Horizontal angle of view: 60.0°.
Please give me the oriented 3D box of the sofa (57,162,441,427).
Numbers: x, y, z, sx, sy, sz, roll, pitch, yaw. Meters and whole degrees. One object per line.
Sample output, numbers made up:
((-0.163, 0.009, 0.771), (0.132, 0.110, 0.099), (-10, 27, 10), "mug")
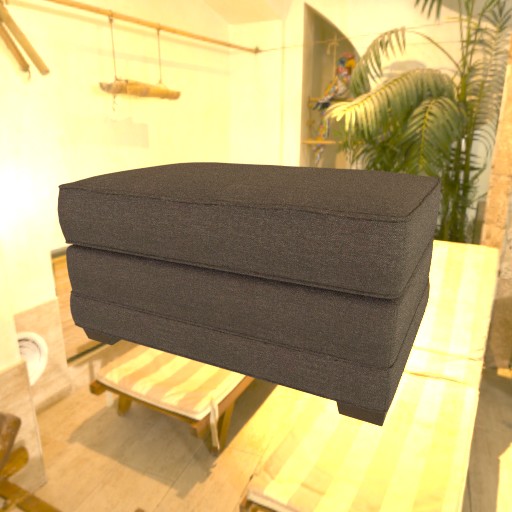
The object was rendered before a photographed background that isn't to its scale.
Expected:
((0.000, 0.000, 1.202), (0.854, 0.457, 0.578), (9, 19, 26), "sofa")
